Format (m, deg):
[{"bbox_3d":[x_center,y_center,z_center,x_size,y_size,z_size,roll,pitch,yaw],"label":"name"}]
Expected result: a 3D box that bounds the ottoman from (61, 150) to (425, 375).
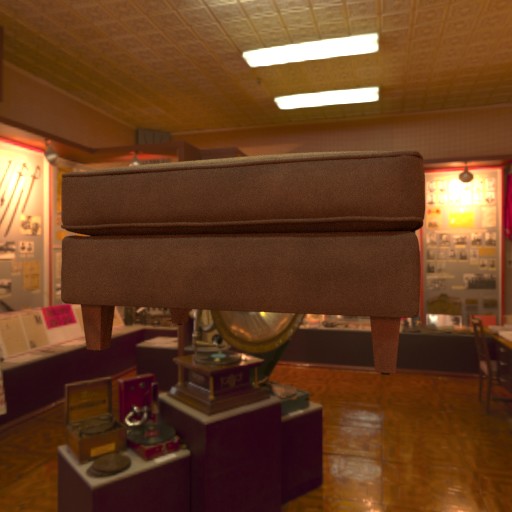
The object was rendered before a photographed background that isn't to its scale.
[{"bbox_3d":[0.000,0.000,1.225,0.860,0.481,0.596,0,0,18],"label":"ottoman"}]
